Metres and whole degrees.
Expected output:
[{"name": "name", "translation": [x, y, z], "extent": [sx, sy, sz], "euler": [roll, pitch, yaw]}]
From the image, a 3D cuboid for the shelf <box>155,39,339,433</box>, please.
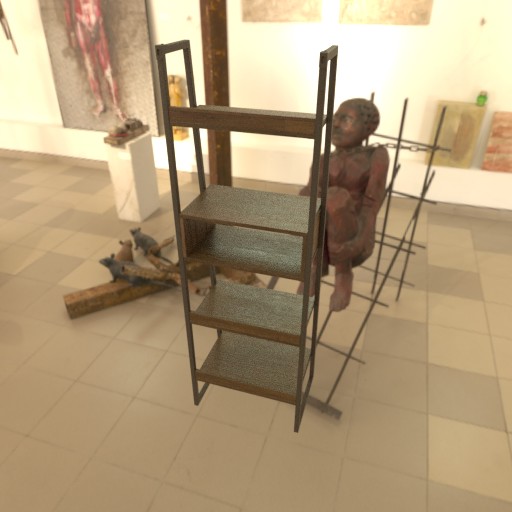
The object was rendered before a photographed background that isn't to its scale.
[{"name": "shelf", "translation": [0.000, 0.000, 2.285], "extent": [0.652, 2.005, 0.454], "euler": [10, 33, 15]}]
